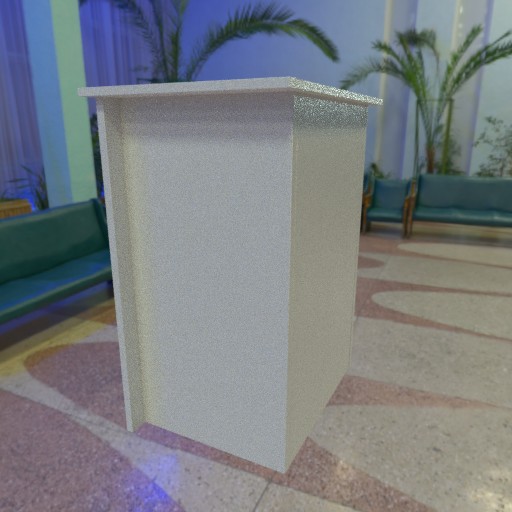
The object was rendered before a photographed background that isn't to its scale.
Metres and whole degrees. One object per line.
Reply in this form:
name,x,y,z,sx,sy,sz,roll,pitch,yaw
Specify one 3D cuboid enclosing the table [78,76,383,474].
table,0.000,0.000,1.039,0.406,0.711,0.589,8,18,26
